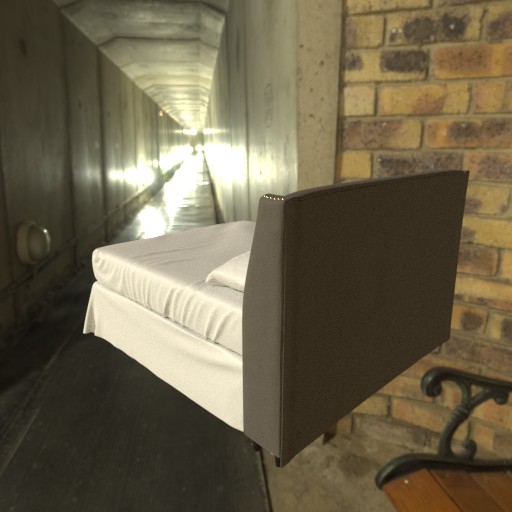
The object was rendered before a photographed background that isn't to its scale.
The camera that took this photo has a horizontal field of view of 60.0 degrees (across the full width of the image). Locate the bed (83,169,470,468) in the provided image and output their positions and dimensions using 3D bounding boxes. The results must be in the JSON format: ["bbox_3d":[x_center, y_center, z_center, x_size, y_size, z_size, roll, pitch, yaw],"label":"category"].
[{"bbox_3d":[0.000,0.000,3.328,1.925,1.332,2.276,-15,22,-42],"label":"bed"}]
